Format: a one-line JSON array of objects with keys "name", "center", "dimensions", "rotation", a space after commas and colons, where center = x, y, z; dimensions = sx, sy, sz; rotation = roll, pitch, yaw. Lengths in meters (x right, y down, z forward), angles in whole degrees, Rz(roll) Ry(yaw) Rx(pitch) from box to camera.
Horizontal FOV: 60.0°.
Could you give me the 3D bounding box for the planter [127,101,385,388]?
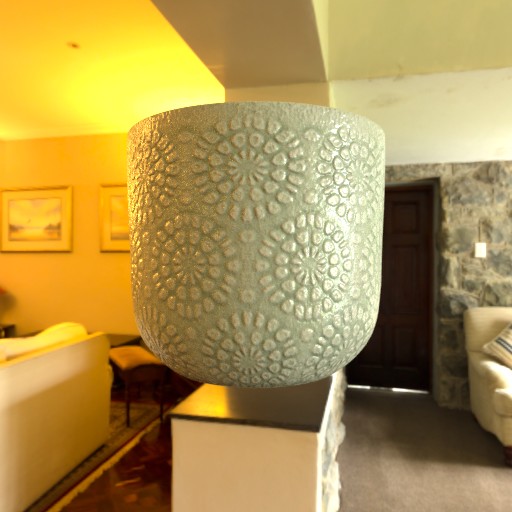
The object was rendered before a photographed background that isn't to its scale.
[{"name": "planter", "center": [0.000, 0.000, 0.302], "dimensions": [0.169, 0.153, 0.169], "rotation": [0, 0, 0]}]
